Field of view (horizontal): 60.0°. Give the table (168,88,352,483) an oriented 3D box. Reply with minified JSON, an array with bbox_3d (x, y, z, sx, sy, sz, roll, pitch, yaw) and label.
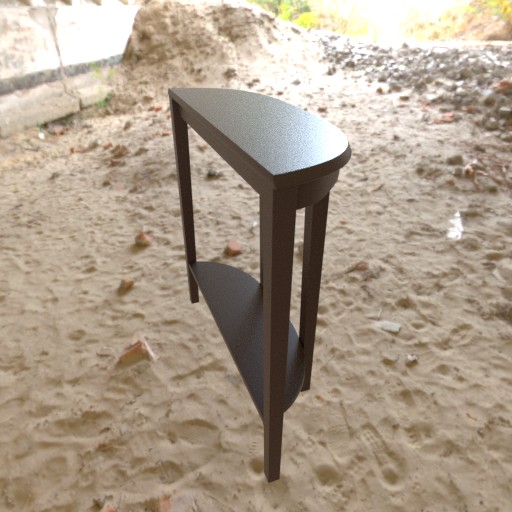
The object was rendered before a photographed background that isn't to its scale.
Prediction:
[{"bbox_3d":[0.000,0.000,1.323,0.274,0.831,0.909,-11,32,-18],"label":"table"}]
